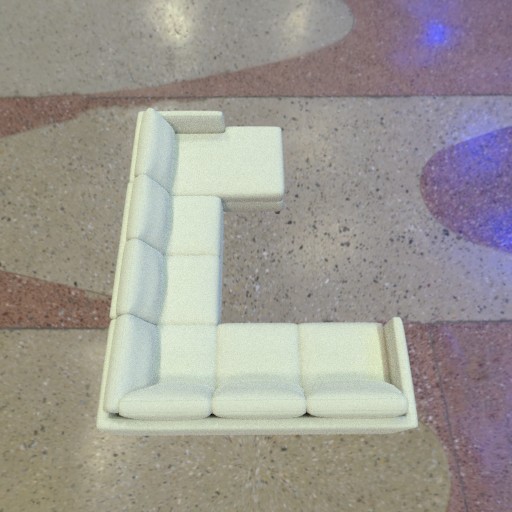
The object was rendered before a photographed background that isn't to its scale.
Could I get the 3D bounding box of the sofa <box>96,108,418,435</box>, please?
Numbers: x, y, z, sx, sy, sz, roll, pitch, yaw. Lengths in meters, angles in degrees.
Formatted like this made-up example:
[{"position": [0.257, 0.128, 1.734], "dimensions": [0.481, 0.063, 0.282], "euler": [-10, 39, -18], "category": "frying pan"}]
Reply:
[{"position": [0.000, 0.000, 4.343], "dimensions": [2.551, 0.853, 3.238], "euler": [0, 65, 0], "category": "sofa"}]
